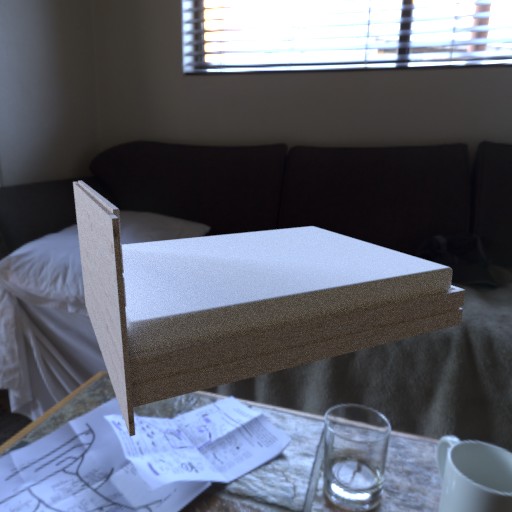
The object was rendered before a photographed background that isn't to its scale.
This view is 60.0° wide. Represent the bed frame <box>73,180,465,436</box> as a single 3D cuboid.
[{"bbox_3d":[0.000,0.000,3.000,2.080,0.970,1.750,-7,16,-25],"label":"bed frame"}]
